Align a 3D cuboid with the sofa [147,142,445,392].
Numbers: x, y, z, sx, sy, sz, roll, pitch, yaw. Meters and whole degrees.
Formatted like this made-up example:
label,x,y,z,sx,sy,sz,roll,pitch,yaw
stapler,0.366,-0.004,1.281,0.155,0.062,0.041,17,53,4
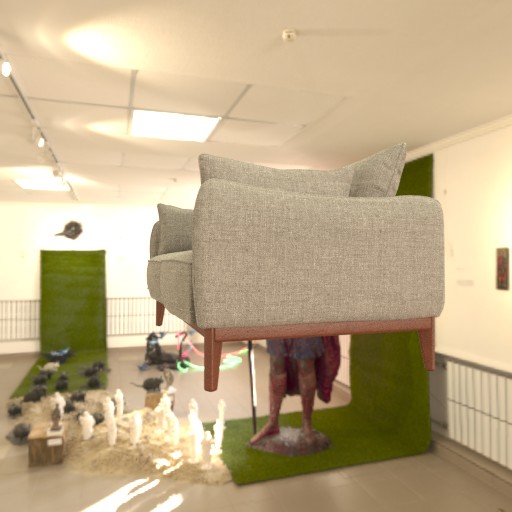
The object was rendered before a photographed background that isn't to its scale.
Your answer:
label,x,y,z,sx,sy,sz,roll,pitch,yaw
sofa,0.000,0.000,2.176,0.972,0.851,1.580,0,-1,-18
